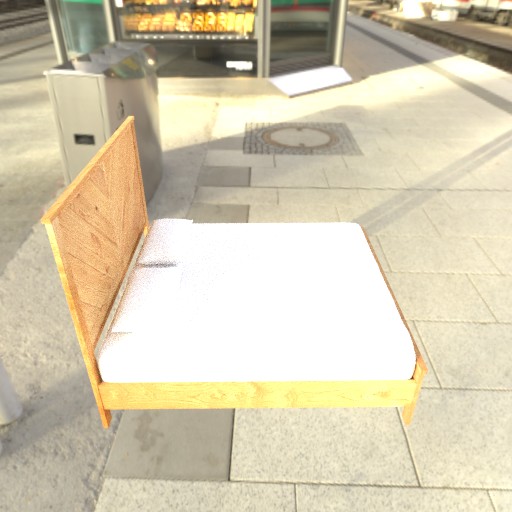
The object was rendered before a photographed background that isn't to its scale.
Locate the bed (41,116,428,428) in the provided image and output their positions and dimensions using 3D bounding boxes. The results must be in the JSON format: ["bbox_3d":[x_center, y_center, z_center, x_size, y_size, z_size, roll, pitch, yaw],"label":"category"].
[{"bbox_3d":[0.000,0.000,3.523,2.201,1.686,1.936,0,32,-1],"label":"bed"}]
